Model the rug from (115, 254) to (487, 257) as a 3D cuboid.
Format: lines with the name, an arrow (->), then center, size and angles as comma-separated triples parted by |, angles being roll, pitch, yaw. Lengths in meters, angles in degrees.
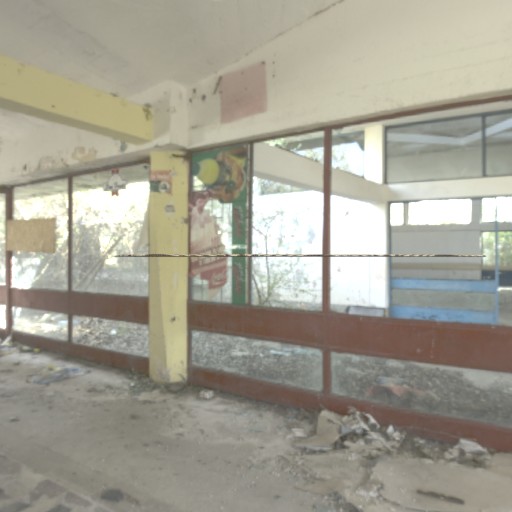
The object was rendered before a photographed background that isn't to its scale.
rug -> 0.000, 0.000, 4.188 | 2.438, 0.016, 3.048 | 0, 0, -20
